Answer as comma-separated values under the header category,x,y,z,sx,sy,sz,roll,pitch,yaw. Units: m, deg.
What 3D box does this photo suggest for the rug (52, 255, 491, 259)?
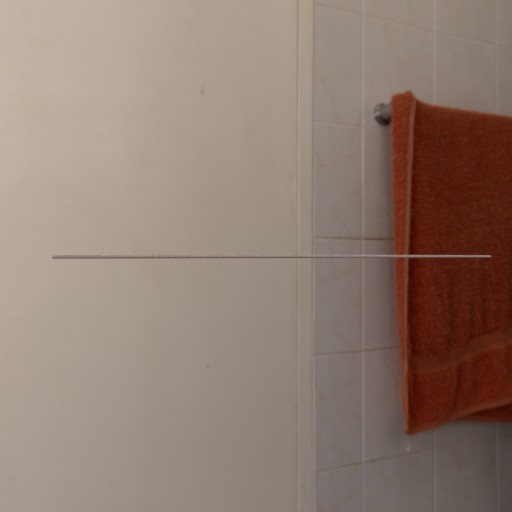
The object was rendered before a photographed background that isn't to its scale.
category,x,y,z,sx,sy,sz,roll,pitch,yaw
rug,0.000,0.000,2.881,2.260,0.013,1.600,0,0,-18
